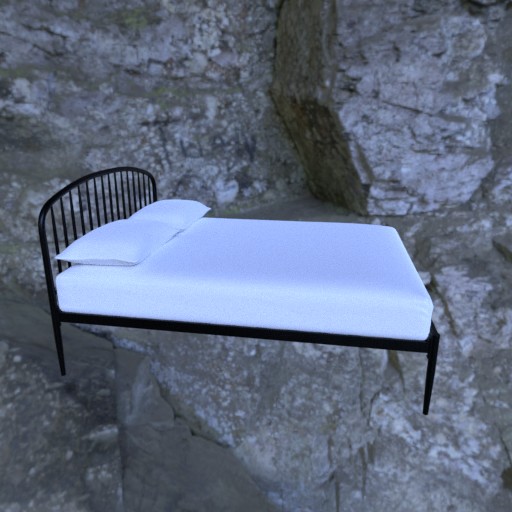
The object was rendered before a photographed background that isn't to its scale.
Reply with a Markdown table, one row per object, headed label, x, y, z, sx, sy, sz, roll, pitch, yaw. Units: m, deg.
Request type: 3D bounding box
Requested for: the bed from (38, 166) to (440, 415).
| label | x | y | z | sx | sy | sz | roll | pitch | yaw |
| --- | --- | --- | --- | --- | --- | --- | --- | --- | --- |
| bed | 0.000 | 0.000 | 3.110 | 2.159 | 1.166 | 1.618 | 3 | 17 | 10 |
